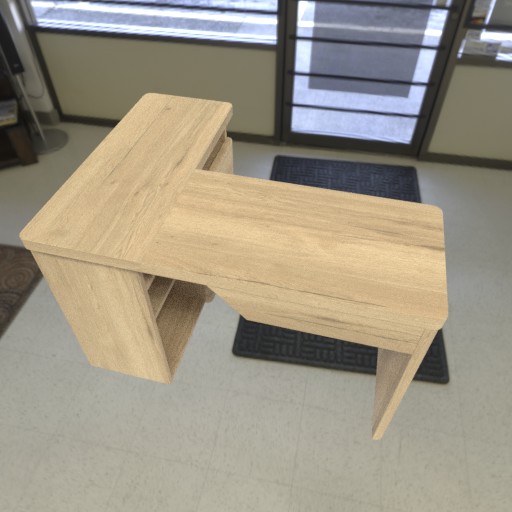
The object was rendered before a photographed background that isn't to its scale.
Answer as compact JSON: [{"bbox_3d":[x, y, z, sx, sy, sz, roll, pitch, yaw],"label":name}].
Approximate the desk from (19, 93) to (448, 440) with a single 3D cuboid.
[{"bbox_3d":[0.000,0.000,1.723,1.169,0.760,0.900,10,47,10],"label":"desk"}]
